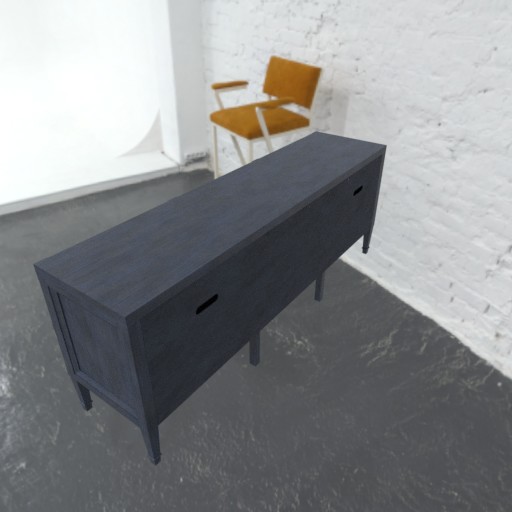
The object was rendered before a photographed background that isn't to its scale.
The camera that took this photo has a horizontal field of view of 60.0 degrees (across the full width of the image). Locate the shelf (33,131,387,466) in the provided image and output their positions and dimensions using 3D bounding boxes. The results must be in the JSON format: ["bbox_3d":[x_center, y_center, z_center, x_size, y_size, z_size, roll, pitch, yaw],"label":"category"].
[{"bbox_3d":[0.000,0.000,2.186,0.471,0.715,1.878,21,38,30],"label":"shelf"}]
